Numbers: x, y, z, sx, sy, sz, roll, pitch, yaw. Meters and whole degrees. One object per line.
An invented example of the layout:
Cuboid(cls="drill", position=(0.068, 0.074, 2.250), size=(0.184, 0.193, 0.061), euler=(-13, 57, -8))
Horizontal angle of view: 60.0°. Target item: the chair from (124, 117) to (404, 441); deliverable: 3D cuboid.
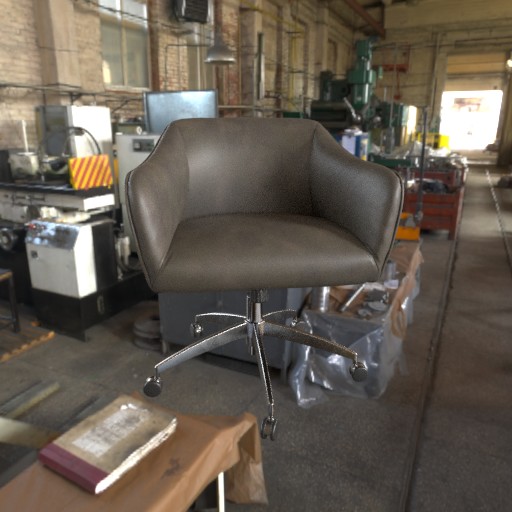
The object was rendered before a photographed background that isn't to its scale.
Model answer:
Cuboid(cls="chair", position=(0.000, 0.000, 1.361), size=(0.713, 0.827, 0.689), euler=(-2, 16, -7))
